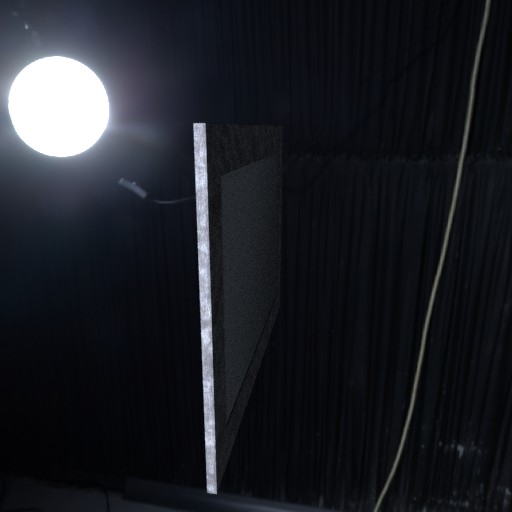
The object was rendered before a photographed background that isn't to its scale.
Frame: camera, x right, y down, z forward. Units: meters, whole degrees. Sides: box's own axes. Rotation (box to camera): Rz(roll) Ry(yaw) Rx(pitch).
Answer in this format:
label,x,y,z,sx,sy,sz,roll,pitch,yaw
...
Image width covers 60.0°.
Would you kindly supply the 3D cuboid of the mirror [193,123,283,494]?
label,x,y,z,sx,sy,sz,roll,pitch,yaw
mirror,0.000,0.000,1.404,0.022,0.795,1.101,3,16,10
